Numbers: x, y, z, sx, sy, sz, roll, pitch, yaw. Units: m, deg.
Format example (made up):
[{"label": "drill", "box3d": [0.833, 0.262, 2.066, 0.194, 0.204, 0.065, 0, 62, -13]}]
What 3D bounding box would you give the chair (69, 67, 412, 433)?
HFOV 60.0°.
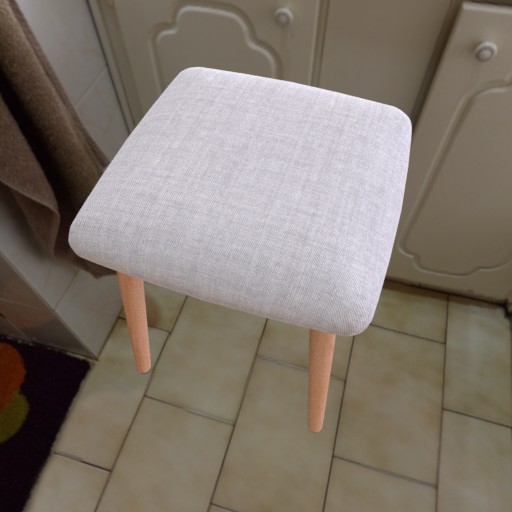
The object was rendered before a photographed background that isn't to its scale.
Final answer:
[{"label": "chair", "box3d": [0.000, 0.000, 0.683, 0.350, 0.440, 0.350, 16, 58, 10]}]
